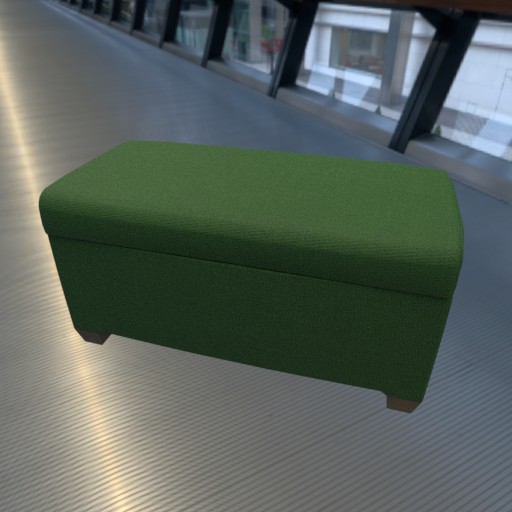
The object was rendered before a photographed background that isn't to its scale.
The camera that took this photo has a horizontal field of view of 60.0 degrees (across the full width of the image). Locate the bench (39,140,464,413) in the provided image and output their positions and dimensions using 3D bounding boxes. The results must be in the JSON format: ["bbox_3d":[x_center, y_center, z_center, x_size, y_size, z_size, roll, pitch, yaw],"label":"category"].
[{"bbox_3d":[0.000,0.000,1.260,0.989,0.501,0.505,9,33,14],"label":"bench"}]
